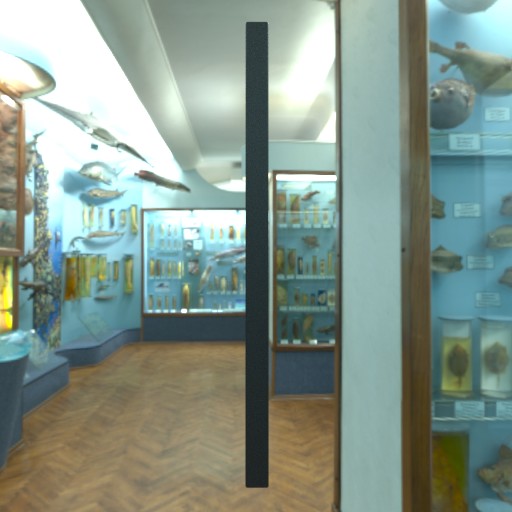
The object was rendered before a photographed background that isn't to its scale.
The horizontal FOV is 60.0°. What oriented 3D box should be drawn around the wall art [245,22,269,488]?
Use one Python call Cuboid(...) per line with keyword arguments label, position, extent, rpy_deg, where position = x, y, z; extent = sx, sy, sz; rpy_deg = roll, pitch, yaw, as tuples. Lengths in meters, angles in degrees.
Cuboid(label="wall art", position=(0.000, 0.000, 0.750), extent=(0.028, 0.551, 0.451), rpy_deg=(0, -1, 0))
